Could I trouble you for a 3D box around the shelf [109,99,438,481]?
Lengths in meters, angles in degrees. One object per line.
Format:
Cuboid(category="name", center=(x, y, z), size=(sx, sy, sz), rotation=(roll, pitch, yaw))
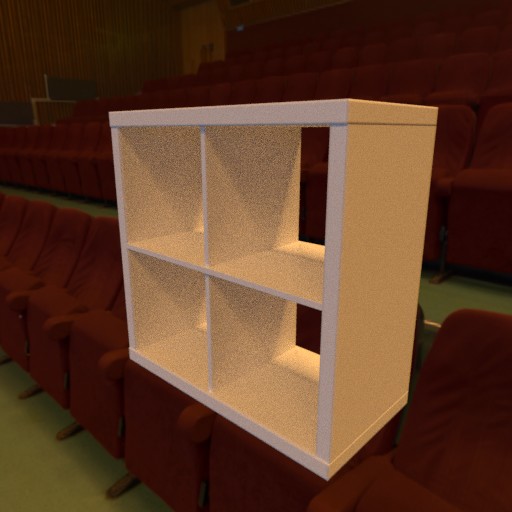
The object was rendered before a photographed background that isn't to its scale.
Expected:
Cuboid(category="shelf", center=(0.000, 0.000, 1.254), size=(0.790, 0.786, 0.390), rotation=(14, 21, 41))
